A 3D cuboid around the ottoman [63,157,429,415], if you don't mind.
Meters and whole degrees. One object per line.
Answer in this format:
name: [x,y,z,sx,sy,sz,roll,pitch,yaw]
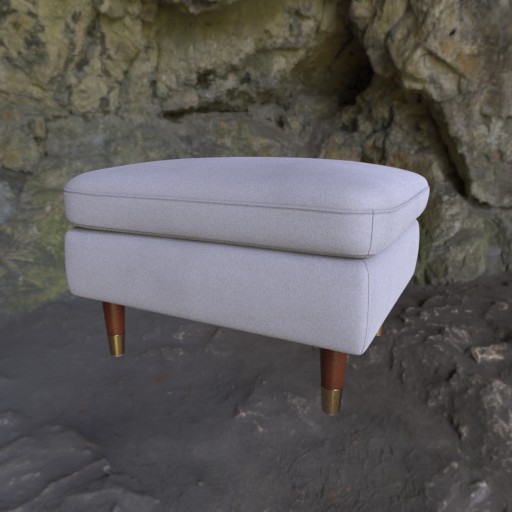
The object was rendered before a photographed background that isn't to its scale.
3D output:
ottoman: [0.000,0.000,1.099,0.747,0.478,0.593,7,15,26]
